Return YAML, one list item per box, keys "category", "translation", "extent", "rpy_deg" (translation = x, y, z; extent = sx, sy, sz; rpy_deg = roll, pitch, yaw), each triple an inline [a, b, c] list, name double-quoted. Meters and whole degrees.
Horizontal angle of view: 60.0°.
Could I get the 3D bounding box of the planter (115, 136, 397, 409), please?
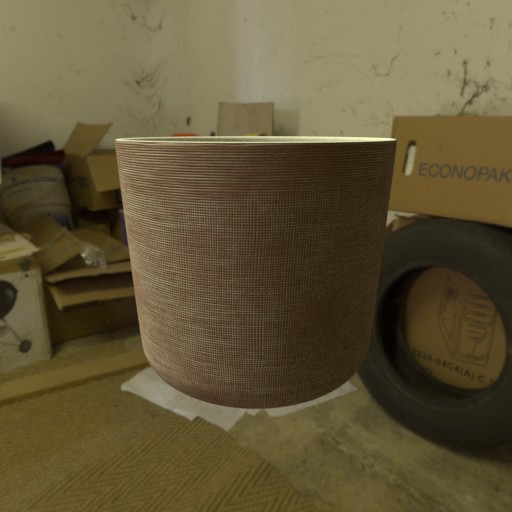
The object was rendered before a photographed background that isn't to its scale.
- category: "planter"
  translation: [0.000, 0.000, 0.777]
  extent: [0.440, 0.398, 0.440]
  rpy_deg: [0, 16, 0]
